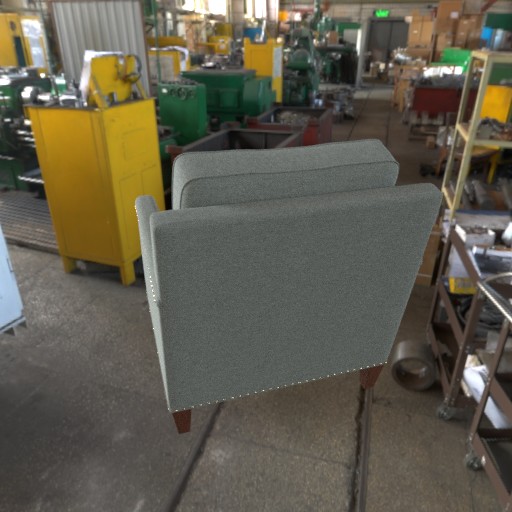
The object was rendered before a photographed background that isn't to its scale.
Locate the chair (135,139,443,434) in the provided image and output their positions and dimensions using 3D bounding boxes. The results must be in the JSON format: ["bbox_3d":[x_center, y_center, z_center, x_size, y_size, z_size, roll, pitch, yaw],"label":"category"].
[{"bbox_3d":[0.000,0.000,1.817,0.885,1.031,1.031,-8,28,-16],"label":"chair"}]
